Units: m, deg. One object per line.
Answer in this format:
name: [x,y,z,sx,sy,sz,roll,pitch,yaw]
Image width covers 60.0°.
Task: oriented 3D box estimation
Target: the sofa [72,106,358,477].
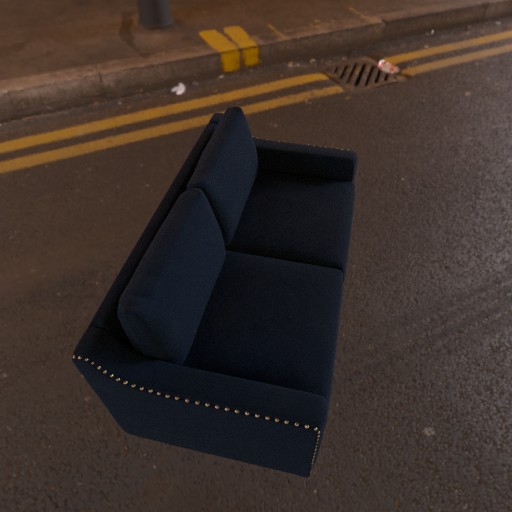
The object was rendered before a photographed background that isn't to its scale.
sofa: [0.000,0.000,2.693,1.104,0.983,2.107,9,47,9]
